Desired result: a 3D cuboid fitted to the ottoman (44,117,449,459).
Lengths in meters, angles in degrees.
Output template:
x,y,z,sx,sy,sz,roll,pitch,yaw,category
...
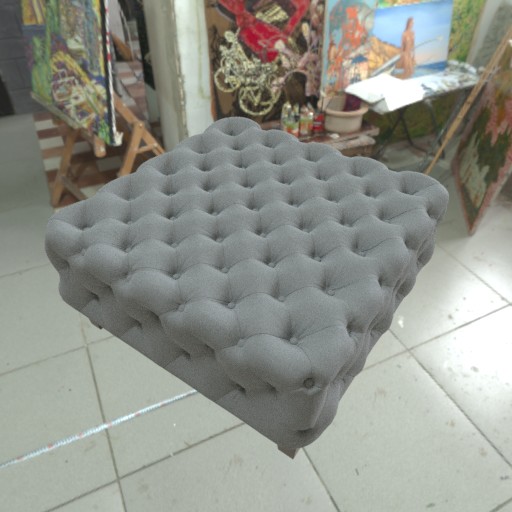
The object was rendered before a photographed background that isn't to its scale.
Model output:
x,y,z,sx,sy,sz,roll,pitch,yaw,category
0.000,0.000,1.404,0.917,0.439,0.911,25,47,25,ottoman
